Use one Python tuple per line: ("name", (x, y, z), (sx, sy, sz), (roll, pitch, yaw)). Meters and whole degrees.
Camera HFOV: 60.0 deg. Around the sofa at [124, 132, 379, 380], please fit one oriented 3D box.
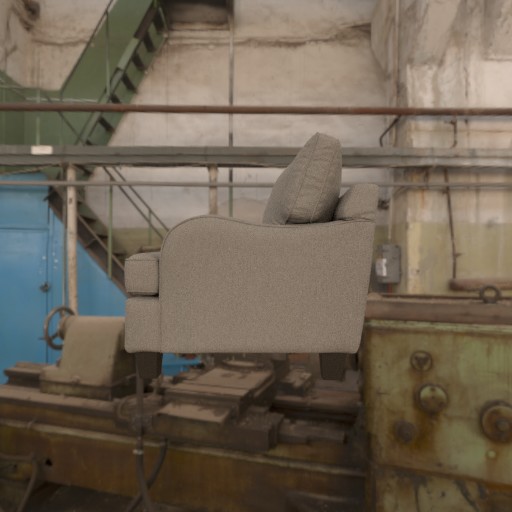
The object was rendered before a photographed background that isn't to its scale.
("sofa", (0.000, 0.000, 2.860), (1.016, 0.991, 2.323), (0, 0, 1))
